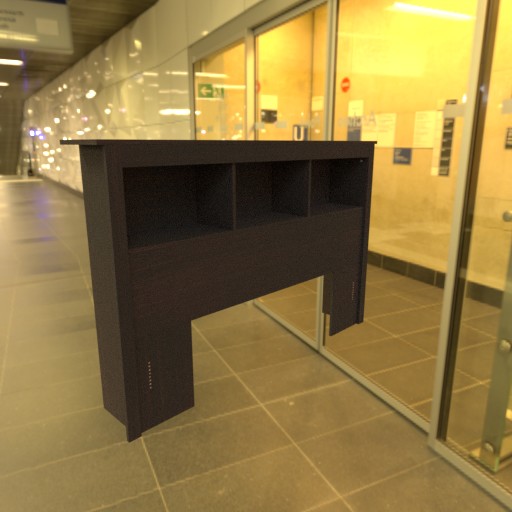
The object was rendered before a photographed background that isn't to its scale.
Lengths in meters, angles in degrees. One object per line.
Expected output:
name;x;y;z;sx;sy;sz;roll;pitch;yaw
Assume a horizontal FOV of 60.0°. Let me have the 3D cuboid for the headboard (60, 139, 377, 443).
headboard;0.000;0.000;2.165;0.279;1.092;1.671;14;20;43
